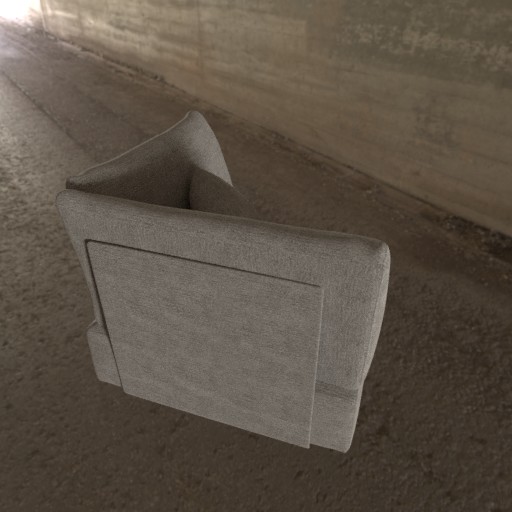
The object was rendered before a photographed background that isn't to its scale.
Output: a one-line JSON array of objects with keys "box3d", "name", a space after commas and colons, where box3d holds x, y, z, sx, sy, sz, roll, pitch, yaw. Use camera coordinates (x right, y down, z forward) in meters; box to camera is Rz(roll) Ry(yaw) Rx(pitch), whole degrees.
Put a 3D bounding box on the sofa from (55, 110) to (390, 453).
[{"box3d": [0.000, 0.000, 1.724, 1.000, 0.820, 1.000, 11, 34, 16], "name": "sofa"}]
